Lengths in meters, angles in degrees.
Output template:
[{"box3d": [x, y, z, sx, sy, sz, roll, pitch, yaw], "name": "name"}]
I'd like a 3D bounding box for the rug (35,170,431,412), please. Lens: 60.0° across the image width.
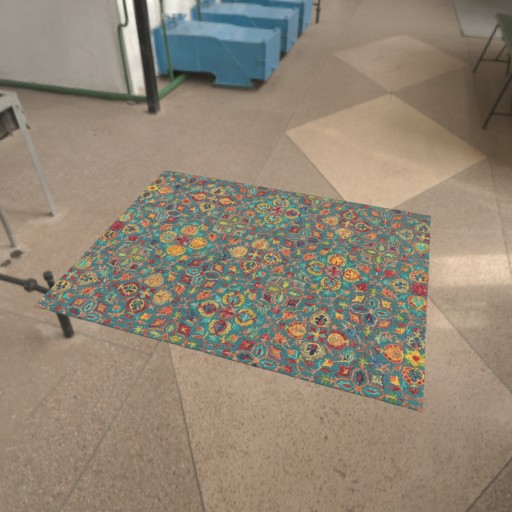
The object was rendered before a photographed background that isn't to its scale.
[{"box3d": [0.000, 0.000, 4.298, 3.204, 0.025, 2.434, 12, 42, 14], "name": "rug"}]
